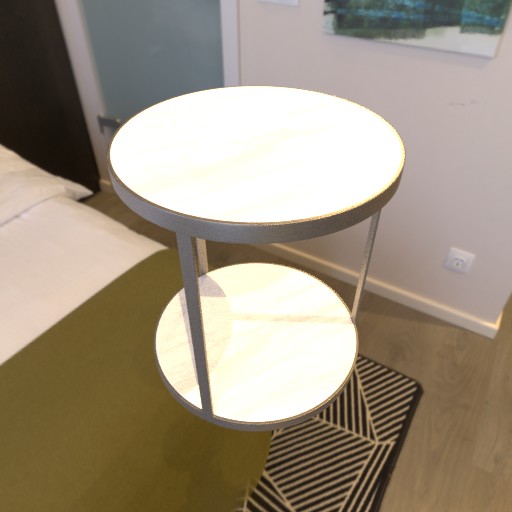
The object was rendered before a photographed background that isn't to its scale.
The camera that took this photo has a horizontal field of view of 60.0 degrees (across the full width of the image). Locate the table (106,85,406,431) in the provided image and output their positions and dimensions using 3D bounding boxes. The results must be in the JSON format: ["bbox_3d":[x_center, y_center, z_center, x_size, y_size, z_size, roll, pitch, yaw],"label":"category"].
[{"bbox_3d":[0.000,0.000,0.835,0.445,0.479,0.445,0,41,0],"label":"table"}]
